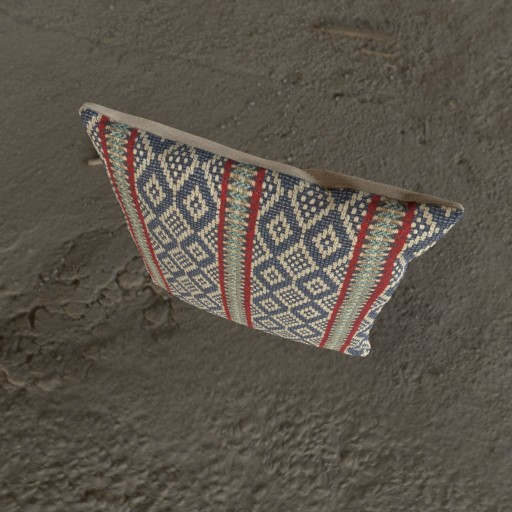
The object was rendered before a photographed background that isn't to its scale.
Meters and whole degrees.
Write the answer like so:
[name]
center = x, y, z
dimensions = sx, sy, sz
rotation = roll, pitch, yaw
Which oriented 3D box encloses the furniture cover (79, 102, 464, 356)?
[furniture cover]
center = 0.000, 0.000, 0.649
dimensions = 0.431, 0.431, 0.139
rotation = 17, 61, 10
